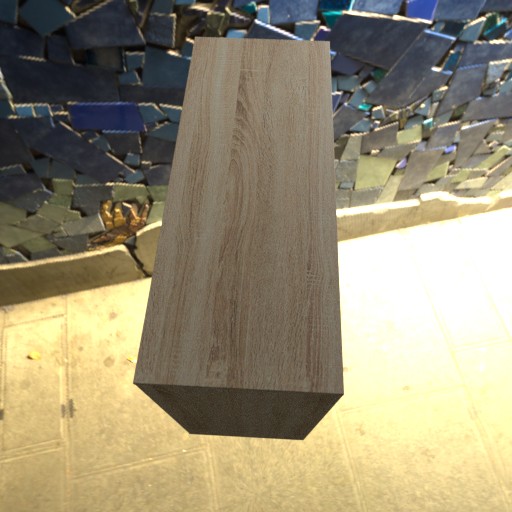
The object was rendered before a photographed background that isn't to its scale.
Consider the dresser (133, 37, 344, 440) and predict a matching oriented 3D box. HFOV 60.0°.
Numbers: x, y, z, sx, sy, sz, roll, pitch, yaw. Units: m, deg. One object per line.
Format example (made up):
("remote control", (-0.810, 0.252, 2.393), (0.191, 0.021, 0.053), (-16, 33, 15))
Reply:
("dresser", (0.000, 0.000, 1.560), (0.450, 0.900, 1.100), (3, 62, 1))
